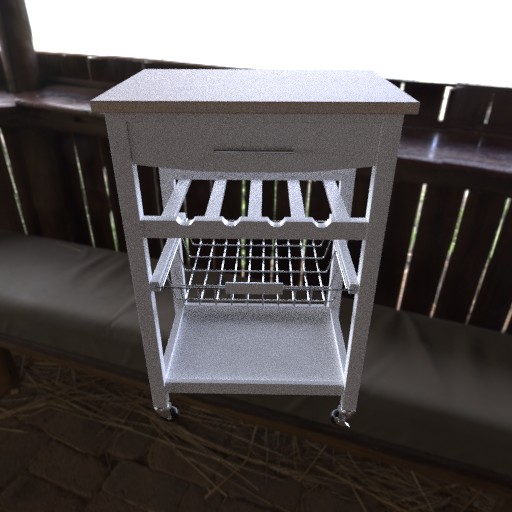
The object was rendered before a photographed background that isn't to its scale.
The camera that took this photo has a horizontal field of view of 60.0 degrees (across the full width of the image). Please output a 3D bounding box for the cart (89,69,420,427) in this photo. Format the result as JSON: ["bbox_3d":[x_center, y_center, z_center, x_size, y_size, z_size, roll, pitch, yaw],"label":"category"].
[{"bbox_3d":[0.000,0.000,1.163,0.578,0.857,0.406,1,30,1],"label":"cart"}]
